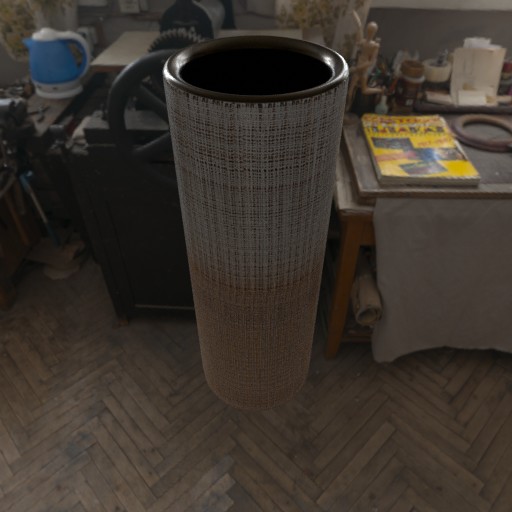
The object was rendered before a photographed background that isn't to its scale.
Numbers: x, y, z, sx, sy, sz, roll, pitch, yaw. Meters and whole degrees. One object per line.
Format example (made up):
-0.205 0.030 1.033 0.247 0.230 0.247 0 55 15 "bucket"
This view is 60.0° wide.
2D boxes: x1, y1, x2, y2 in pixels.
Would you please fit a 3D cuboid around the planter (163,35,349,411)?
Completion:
0.000 0.000 0.328 0.099 0.278 0.099 -28 49 -27 "planter"
